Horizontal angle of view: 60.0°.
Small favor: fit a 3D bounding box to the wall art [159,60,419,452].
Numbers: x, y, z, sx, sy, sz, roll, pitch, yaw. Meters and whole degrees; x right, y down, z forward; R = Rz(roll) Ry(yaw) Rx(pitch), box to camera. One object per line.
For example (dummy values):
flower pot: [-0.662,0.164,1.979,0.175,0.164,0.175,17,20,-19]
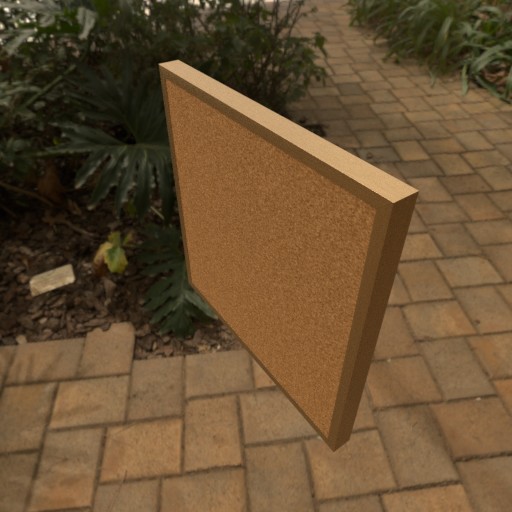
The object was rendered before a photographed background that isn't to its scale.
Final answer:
wall art: [0.000,0.000,0.758,0.037,0.509,0.510,-25,46,-26]
